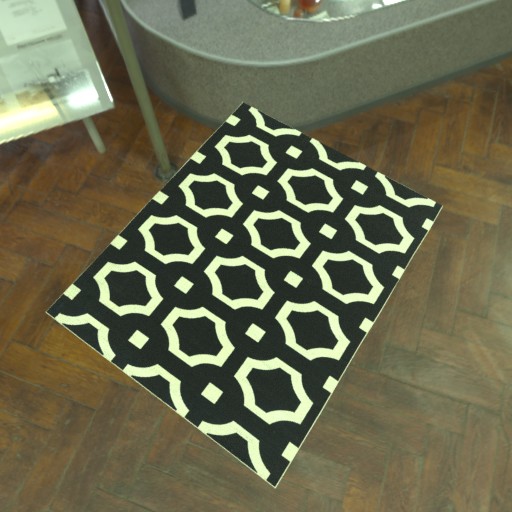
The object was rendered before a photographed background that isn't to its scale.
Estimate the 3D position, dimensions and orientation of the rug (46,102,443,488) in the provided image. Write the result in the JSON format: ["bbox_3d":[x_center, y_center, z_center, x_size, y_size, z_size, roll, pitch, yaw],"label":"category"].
[{"bbox_3d":[0.000,0.000,4.200,2.466,0.021,3.049,32,68,14],"label":"rug"}]
